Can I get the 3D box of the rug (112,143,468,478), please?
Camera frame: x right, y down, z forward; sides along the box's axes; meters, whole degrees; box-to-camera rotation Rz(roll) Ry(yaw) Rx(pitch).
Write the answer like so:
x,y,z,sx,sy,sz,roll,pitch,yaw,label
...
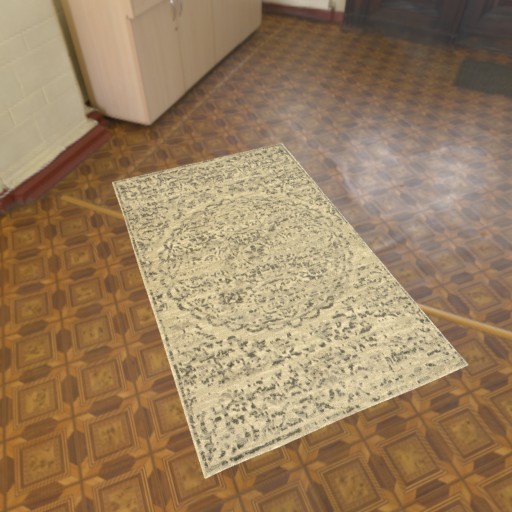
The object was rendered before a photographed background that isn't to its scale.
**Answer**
x,y,z,sx,sy,sz,roll,pitch,yaw,label
0.000,0.000,3.031,1.527,0.021,2.447,-17,48,-15,rug
